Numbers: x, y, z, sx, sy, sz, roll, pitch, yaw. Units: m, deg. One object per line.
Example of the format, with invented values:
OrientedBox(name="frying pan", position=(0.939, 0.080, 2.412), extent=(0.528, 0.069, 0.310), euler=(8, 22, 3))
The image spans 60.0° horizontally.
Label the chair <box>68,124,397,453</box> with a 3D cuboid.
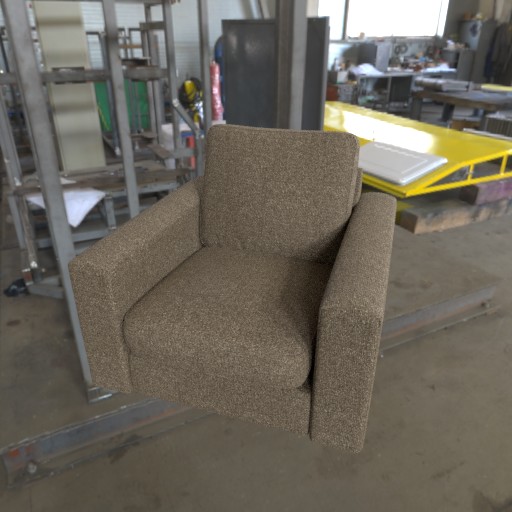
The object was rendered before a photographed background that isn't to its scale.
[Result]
OrientedBox(name="chair", position=(0.000, 0.000, 1.746), extent=(1.005, 0.873, 1.016), euler=(8, 28, 16))
